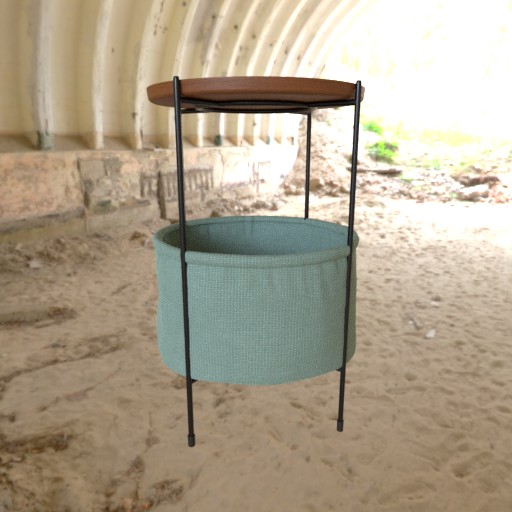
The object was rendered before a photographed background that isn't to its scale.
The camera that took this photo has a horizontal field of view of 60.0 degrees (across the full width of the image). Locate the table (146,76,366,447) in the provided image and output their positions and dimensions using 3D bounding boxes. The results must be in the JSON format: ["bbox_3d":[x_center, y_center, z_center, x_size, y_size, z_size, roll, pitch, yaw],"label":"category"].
[{"bbox_3d":[0.000,0.000,0.879,0.400,0.623,0.400,-2,15,-9],"label":"table"}]
